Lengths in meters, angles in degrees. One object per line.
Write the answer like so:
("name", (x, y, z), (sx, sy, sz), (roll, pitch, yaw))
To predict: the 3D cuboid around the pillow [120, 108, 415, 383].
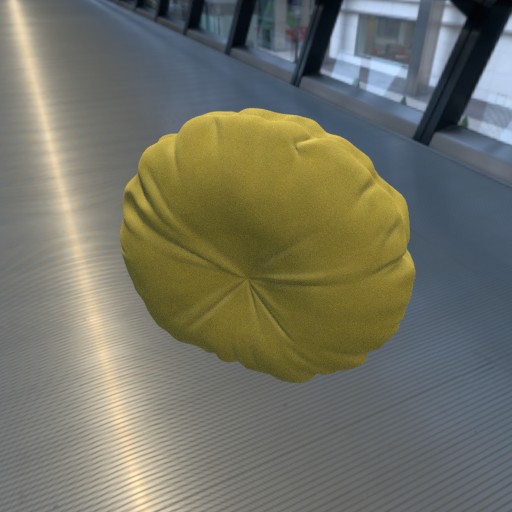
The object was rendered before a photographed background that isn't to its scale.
("pillow", (0.000, 0.000, 0.631), (0.428, 0.407, 0.148), (11, 35, 16))
